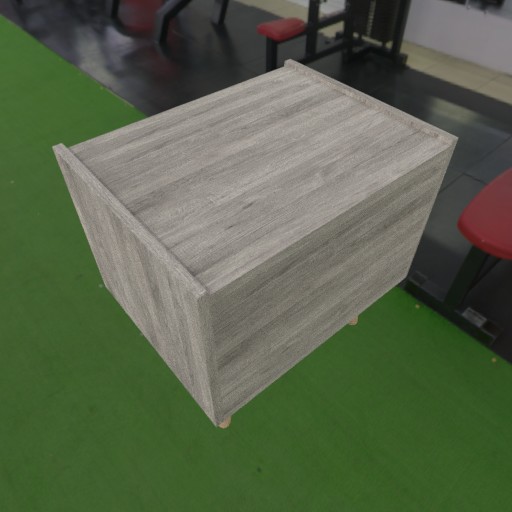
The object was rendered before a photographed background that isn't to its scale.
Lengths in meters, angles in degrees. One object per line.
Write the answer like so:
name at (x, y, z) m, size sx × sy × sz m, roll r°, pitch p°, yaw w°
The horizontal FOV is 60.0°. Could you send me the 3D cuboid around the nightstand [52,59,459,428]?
nightstand at (0.000, 0.000, 0.844) m, size 0.480 × 0.500 × 0.380 m, roll -31°, pitch 54°, yaw -26°
